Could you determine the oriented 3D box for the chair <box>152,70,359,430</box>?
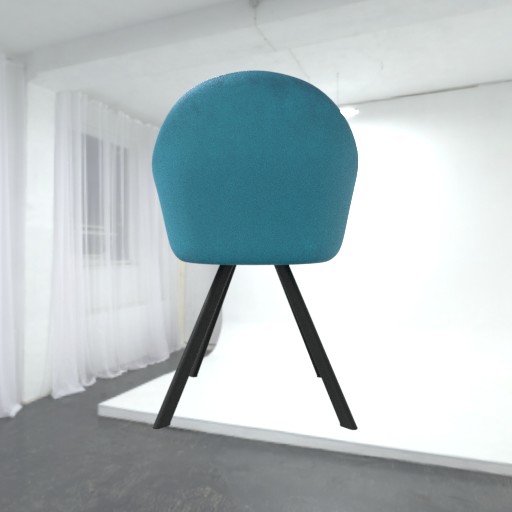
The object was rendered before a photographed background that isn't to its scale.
[{"bbox_3d":[0.000,0.000,1.193,0.540,0.780,0.570,0,-1,1],"label":"chair"}]
